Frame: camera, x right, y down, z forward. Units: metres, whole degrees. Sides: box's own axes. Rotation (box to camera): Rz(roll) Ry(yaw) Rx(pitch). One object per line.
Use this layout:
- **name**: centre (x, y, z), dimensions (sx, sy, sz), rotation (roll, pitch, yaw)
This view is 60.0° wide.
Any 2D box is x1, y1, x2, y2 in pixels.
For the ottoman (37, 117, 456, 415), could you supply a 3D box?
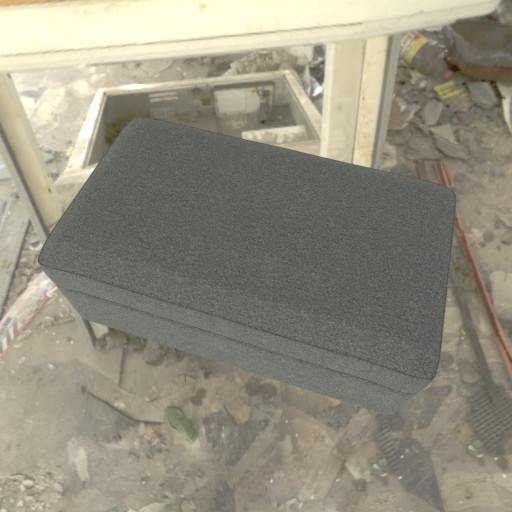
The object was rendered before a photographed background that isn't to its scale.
- **ottoman**: centre (0.000, 0.000, 1.533), dimensions (1.173, 0.494, 0.681), rotation (15, 59, 9)
